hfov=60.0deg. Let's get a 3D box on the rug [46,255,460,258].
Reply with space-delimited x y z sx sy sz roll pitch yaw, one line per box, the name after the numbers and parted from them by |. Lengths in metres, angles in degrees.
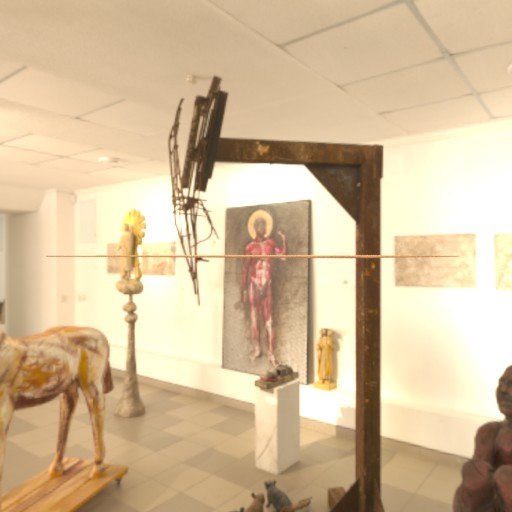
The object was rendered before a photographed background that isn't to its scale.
0.000 0.000 4.183 3.048 0.014 2.438 0 0 37 | rug
